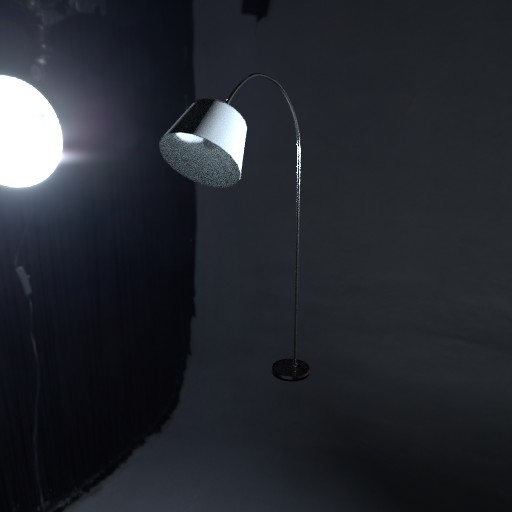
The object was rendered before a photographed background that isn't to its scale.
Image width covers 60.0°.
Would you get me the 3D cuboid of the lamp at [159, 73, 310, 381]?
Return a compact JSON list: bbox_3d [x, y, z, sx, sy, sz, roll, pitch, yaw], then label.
[{"bbox_3d":[0.000,0.000,2.700,0.406,2.098,1.445,7,15,27],"label":"lamp"}]
